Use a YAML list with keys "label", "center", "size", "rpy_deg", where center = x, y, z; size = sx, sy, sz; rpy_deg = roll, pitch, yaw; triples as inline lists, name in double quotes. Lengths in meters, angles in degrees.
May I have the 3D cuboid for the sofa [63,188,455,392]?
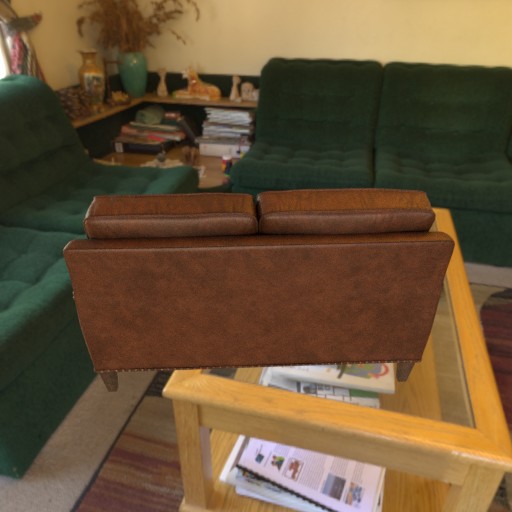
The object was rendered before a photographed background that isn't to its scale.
- label: "sofa"
  center: [0.000, 0.000, 2.315]
  size: [1.628, 1.003, 1.083]
  rpy_deg: [-1, 30, -2]
